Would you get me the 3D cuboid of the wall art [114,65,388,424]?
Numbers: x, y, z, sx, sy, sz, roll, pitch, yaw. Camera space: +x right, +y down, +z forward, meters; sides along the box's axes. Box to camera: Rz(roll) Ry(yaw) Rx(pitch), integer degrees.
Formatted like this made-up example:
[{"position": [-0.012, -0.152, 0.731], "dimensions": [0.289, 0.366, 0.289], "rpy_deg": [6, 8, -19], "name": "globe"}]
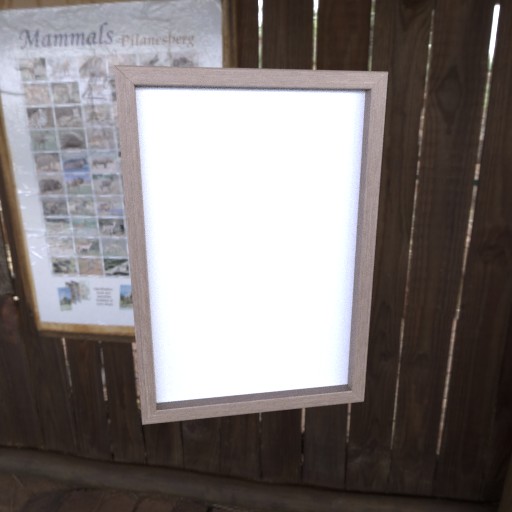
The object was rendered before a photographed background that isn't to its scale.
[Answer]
[{"position": [0.000, 0.000, 0.654], "dimensions": [0.358, 0.510, 0.032], "rpy_deg": [-3, 16, -9], "name": "wall art"}]
